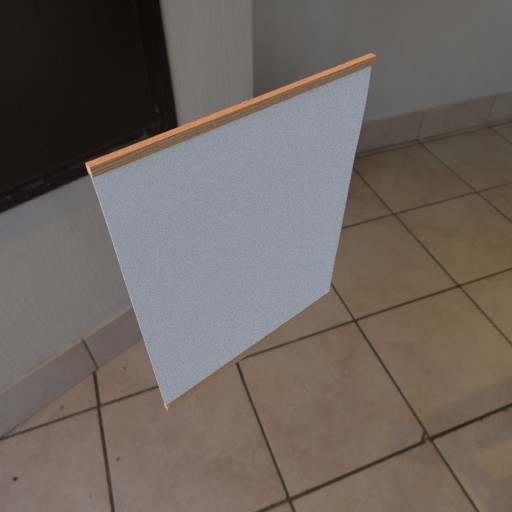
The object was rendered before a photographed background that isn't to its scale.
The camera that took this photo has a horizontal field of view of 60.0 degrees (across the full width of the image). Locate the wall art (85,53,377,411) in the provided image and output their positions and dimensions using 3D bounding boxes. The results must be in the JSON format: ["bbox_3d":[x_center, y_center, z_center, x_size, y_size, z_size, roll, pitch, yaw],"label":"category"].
[{"bbox_3d":[0.000,0.000,0.682,0.404,0.507,0.010,-30,53,-26],"label":"wall art"}]
